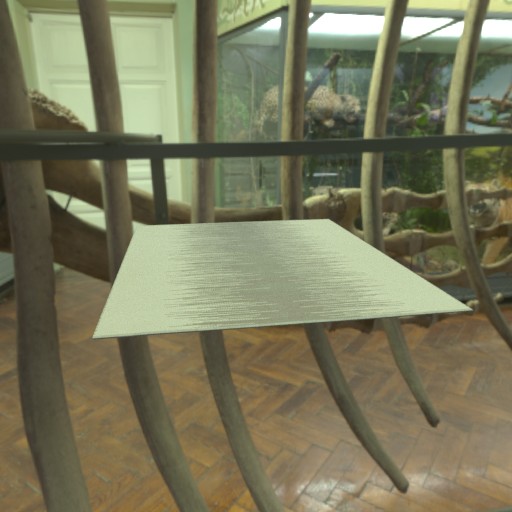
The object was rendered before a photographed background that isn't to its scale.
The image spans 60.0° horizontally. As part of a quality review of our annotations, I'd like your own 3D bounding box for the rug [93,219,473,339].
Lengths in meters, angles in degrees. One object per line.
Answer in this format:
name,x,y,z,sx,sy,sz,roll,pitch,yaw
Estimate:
rug,0.000,0.000,4.204,2.453,0.010,3.037,-3,17,-9
